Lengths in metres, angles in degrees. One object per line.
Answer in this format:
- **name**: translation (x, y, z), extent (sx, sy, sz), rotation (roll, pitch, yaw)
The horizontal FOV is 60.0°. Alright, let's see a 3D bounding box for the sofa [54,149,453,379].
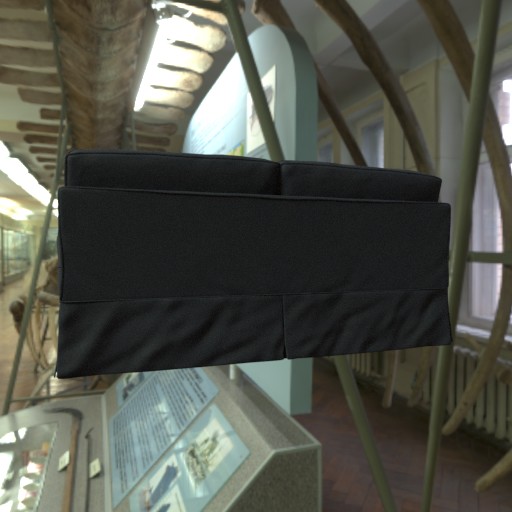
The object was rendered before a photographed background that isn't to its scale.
- **sofa**: translation (0.000, 0.000, 2.784), extent (2.256, 1.094, 0.983), rotation (0, 1, -19)
